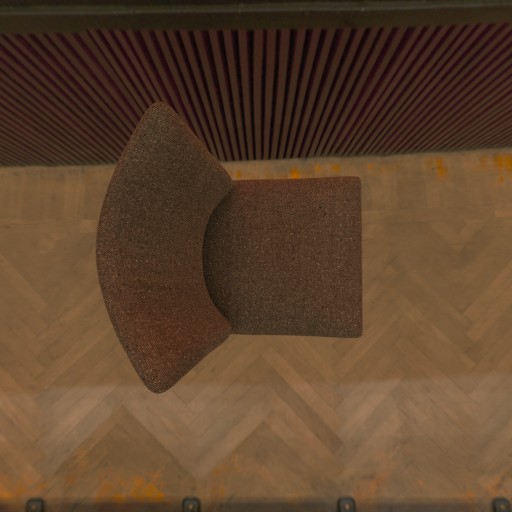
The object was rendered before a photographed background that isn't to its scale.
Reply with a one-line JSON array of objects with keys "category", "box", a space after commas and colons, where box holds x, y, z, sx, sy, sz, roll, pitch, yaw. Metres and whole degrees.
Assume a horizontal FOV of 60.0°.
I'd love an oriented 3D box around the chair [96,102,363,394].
[{"category": "chair", "box": [0.000, 0.000, 1.255, 0.623, 0.924, 0.535, 0, 88, 1]}]
